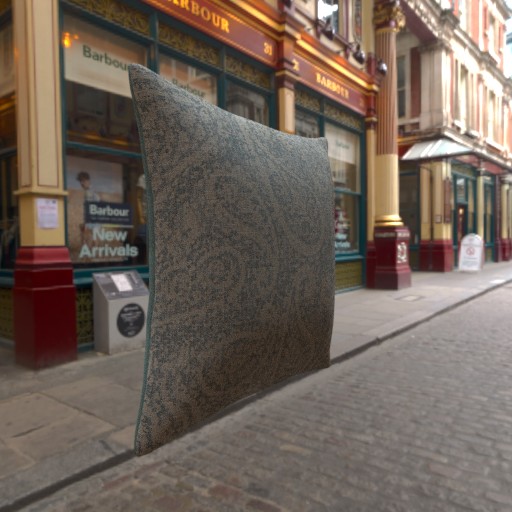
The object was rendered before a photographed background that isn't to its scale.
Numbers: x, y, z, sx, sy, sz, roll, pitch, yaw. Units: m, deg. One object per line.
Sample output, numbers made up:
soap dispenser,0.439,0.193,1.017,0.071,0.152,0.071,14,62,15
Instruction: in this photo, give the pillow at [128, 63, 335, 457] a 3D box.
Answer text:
pillow,0.000,0.000,0.774,0.166,0.507,0.526,1,2,37
